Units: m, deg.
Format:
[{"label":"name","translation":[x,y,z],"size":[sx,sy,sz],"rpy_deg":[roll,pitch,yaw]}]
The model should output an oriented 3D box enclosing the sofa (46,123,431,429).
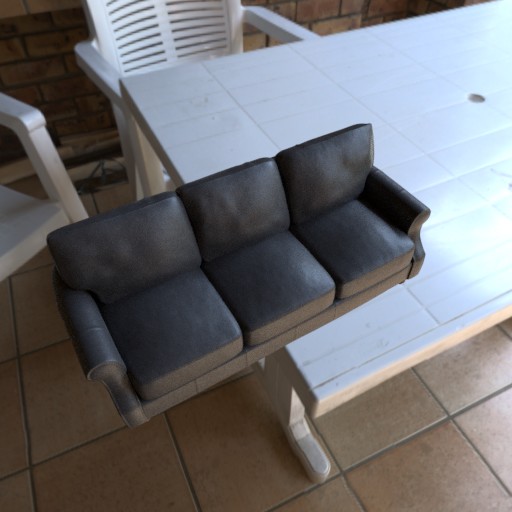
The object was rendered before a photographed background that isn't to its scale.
[{"label":"sofa","translation":[0.000,0.000,2.856],"size":[2.387,0.977,0.974],"rpy_deg":[-24,51,-21]}]
